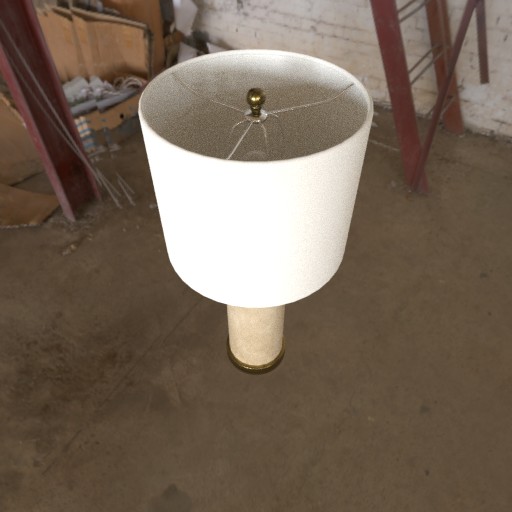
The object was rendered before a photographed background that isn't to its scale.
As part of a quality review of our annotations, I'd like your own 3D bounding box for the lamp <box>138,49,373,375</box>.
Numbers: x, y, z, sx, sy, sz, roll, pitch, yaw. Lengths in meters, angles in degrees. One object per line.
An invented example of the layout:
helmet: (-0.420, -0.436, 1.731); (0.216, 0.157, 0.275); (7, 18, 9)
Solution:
lamp: (0.000, 0.000, 0.805); (0.305, 0.634, 0.305); (-17, 49, -15)
